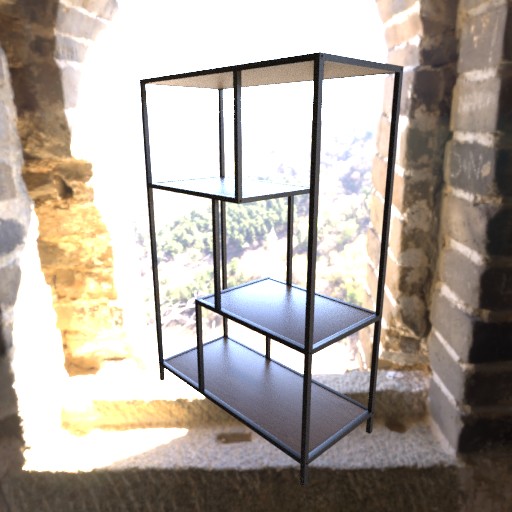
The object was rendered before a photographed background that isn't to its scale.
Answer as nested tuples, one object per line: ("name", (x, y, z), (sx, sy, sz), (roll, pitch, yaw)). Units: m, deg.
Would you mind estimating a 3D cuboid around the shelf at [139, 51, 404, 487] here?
("shelf", (0.000, 0.000, 1.486), (0.350, 1.138, 0.770), (-15, 22, -41))
